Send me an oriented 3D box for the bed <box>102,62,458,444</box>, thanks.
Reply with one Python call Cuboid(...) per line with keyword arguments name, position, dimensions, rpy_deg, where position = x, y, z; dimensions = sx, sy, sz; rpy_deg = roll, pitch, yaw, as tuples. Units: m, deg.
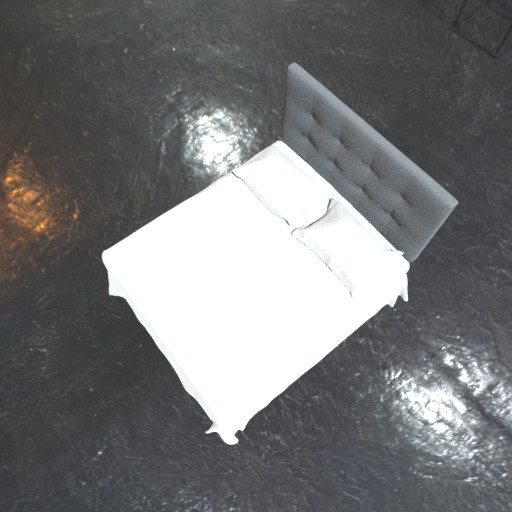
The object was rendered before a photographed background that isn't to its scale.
Cuboid(name="bed", position=(0.000, 0.000, 3.531), dimensions=(2.222, 1.577, 1.936), rpy_deg=(-36, 69, -16))
